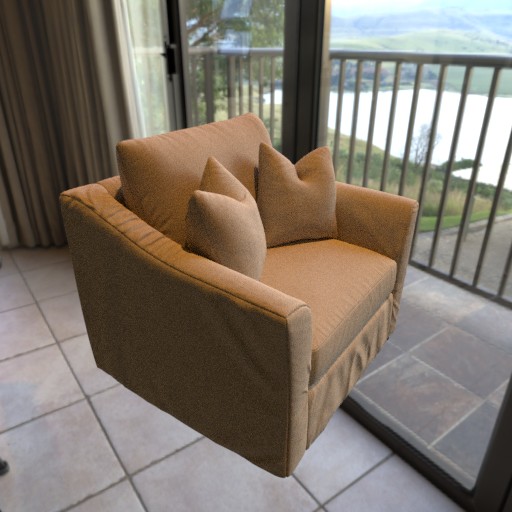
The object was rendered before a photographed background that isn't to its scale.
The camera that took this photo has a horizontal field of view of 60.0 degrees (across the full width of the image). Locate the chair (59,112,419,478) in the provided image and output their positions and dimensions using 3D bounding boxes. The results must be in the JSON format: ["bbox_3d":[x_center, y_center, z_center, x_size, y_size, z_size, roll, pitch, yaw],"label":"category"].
[{"bbox_3d":[0.000,0.000,2.004,1.071,1.093,1.194,18,31,31],"label":"chair"}]
